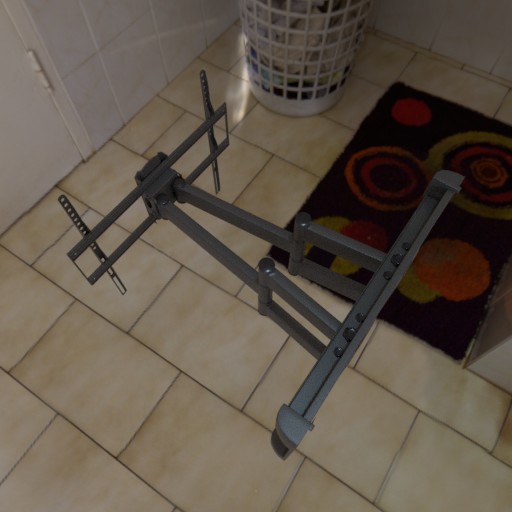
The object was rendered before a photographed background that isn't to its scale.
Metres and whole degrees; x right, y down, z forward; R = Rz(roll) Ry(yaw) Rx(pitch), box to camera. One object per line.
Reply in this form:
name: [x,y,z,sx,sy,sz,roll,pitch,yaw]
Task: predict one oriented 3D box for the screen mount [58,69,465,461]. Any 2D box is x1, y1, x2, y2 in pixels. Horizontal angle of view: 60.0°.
screen mount: [0.000,0.000,0.944,0.556,0.424,0.571,32,67,16]
